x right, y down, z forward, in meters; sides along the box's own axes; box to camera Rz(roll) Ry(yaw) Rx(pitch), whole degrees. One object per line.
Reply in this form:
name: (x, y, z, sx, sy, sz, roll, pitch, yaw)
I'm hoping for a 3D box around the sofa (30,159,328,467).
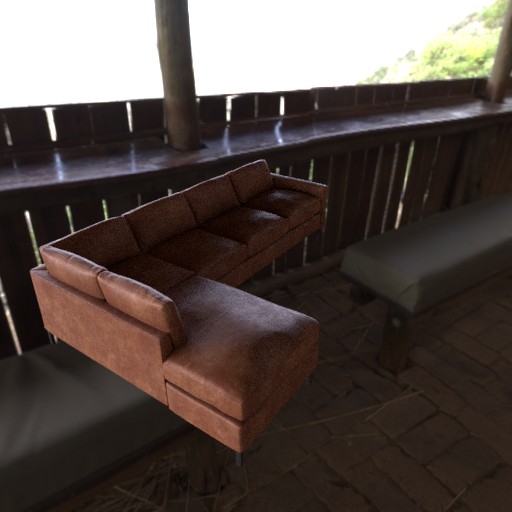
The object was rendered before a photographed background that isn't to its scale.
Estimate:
sofa: (0.000, 0.000, 3.824, 1.938, 0.877, 2.984, 18, 33, 31)
